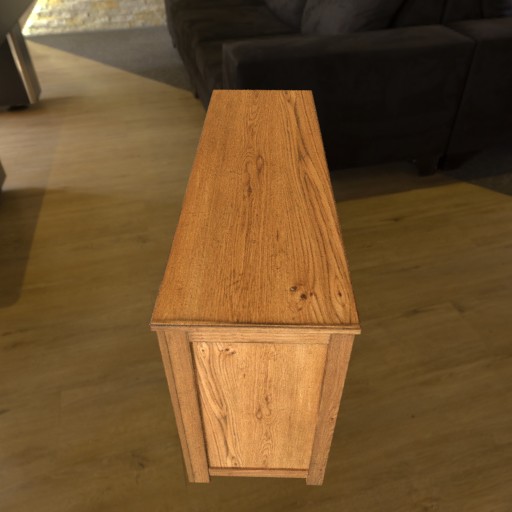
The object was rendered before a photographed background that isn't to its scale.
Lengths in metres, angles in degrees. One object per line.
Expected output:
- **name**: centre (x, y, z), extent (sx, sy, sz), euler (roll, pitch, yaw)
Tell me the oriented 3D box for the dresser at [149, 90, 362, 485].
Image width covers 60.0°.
- **dresser**: centre (0.000, 0.000, 2.036), extent (0.563, 0.932, 1.657), euler (1, 40, 1)
